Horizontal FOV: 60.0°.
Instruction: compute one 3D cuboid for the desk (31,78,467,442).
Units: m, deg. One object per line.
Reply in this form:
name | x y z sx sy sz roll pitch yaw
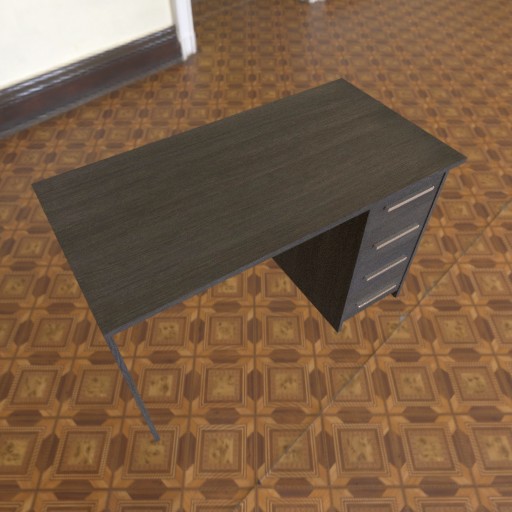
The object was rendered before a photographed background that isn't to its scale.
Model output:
desk | 0.000 0.000 1.517 1.096 0.730 0.560 -26 54 -21
